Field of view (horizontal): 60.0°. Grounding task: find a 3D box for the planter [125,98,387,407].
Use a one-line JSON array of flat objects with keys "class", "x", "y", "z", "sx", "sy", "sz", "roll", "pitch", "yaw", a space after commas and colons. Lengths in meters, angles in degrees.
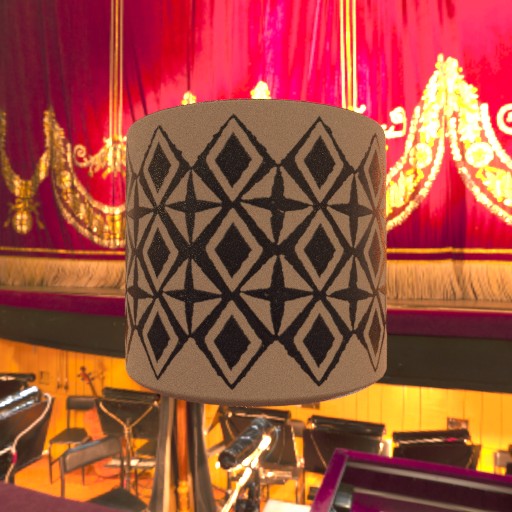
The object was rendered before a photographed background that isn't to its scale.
[{"class": "planter", "x": 0.000, "y": 0.000, "z": 0.281, "sx": 0.159, "sy": 0.144, "sz": 0.159, "roll": 0, "pitch": 0, "yaw": 0}]
